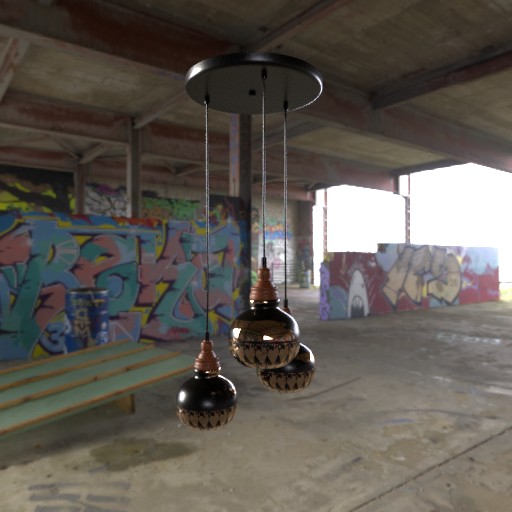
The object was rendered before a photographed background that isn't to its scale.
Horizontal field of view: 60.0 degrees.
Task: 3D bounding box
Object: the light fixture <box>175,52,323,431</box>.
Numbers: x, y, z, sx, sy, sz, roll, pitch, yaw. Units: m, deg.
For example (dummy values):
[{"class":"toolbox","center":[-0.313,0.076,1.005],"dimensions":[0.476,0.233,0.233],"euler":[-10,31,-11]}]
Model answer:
[{"class":"light fixture","center":[0.000,0.000,1.786],"dimensions":[0.608,1.410,0.605],"euler":[0,0,-17]}]
